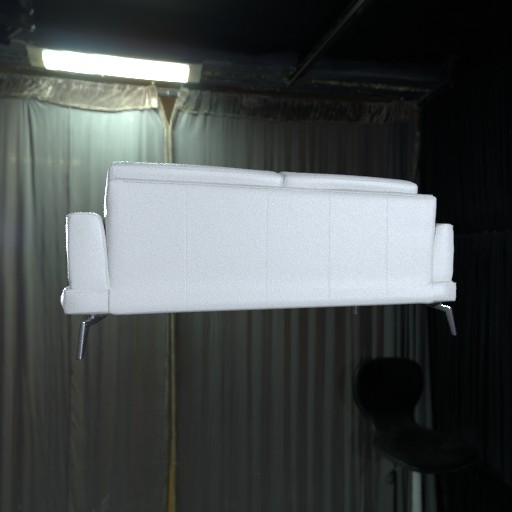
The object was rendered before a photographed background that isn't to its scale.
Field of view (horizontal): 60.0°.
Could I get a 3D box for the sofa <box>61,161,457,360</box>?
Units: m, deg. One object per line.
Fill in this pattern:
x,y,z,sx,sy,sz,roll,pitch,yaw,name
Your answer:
0.000,0.000,2.765,2.177,0.930,1.121,0,-1,-18,sofa
